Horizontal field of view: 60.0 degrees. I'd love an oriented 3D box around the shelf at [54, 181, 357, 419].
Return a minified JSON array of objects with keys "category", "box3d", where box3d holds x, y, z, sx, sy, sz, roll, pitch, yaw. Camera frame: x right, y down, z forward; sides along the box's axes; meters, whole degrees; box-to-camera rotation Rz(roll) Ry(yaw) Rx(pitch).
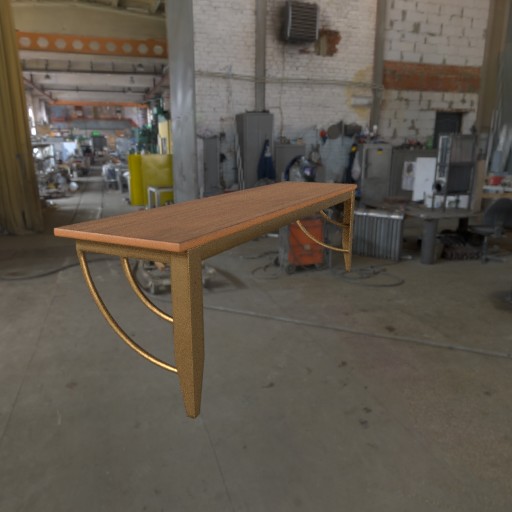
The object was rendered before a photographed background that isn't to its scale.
[{"category":"shelf","box3d":[0.000,0.000,0.738,0.166,0.190,0.636,7,16,26]}]
